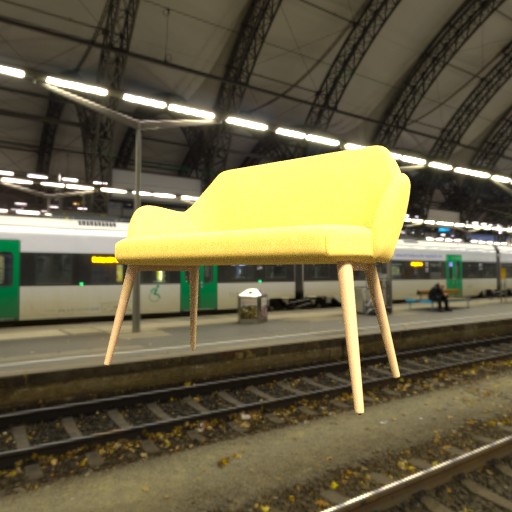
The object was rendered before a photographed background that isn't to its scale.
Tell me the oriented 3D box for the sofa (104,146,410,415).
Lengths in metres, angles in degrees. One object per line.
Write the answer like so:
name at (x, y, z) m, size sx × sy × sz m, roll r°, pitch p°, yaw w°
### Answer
sofa at (0.000, 0.000, 1.648) m, size 1.150 × 0.840 × 0.610 m, roll -1°, pitch -3°, yaw 35°
